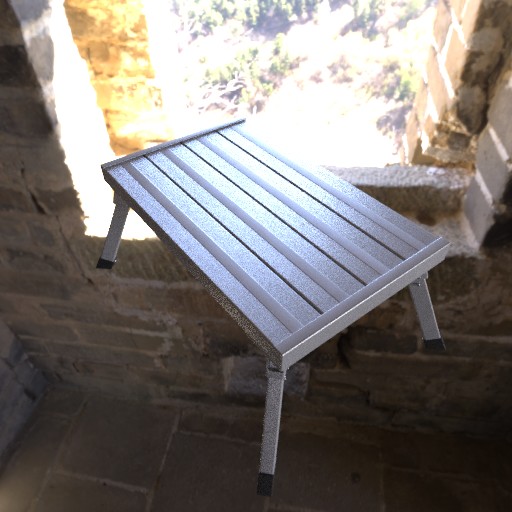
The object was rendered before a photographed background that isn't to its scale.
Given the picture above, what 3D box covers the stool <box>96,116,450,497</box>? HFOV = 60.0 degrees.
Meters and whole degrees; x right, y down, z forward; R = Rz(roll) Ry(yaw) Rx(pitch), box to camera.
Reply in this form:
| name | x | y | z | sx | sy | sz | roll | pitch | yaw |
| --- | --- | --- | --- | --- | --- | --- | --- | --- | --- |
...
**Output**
| name | x | y | z | sx | sy | sz | roll | pitch | yaw |
| --- | --- | --- | --- | --- | --- | --- | --- | --- | --- |
| stool | 0.000 | 0.000 | 0.714 | 0.385 | 0.225 | 0.535 | -28 | 50 | -26 |
